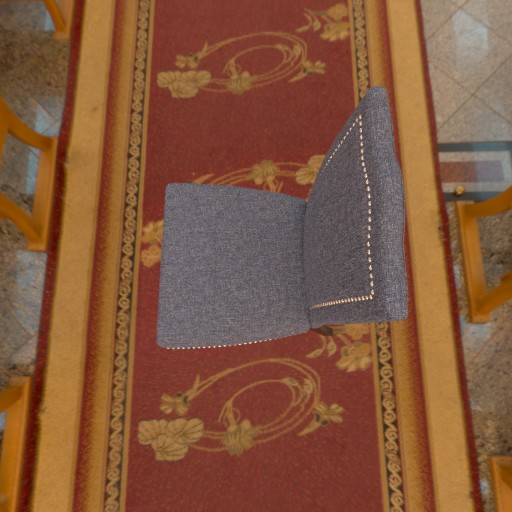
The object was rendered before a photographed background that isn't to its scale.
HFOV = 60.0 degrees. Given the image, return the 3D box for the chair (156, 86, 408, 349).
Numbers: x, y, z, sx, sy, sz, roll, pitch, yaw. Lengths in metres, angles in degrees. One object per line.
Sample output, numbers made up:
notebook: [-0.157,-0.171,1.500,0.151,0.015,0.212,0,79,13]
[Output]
chair: [0.000,0.000,1.295,0.589,0.946,0.518,0,74,0]
